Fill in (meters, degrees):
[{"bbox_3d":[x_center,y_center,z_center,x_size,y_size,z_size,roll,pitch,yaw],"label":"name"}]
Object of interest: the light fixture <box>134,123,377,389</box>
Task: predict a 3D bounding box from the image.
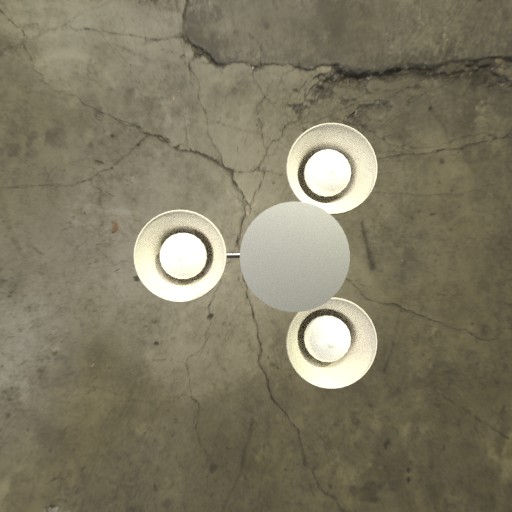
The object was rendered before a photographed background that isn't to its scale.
[{"bbox_3d":[0.000,0.000,0.665,0.354,0.370,0.388,0,90,-2],"label":"light fixture"}]
